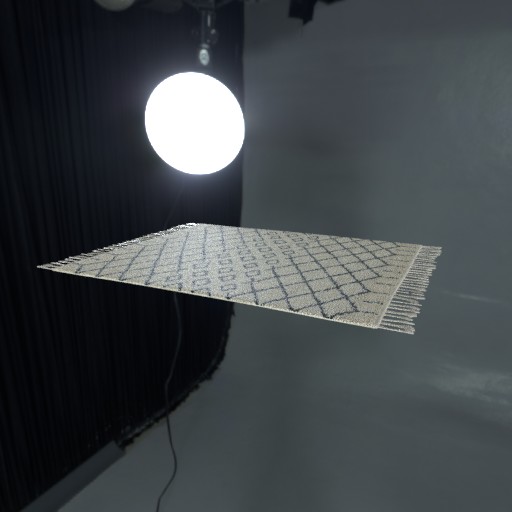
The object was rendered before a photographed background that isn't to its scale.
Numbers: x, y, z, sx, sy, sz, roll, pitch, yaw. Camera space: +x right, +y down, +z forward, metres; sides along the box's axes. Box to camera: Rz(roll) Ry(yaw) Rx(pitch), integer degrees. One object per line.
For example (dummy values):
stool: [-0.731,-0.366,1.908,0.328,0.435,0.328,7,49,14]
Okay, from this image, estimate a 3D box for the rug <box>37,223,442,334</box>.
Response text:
rug: [0.000,0.000,4.306,3.213,0.030,2.388,7,16,25]
